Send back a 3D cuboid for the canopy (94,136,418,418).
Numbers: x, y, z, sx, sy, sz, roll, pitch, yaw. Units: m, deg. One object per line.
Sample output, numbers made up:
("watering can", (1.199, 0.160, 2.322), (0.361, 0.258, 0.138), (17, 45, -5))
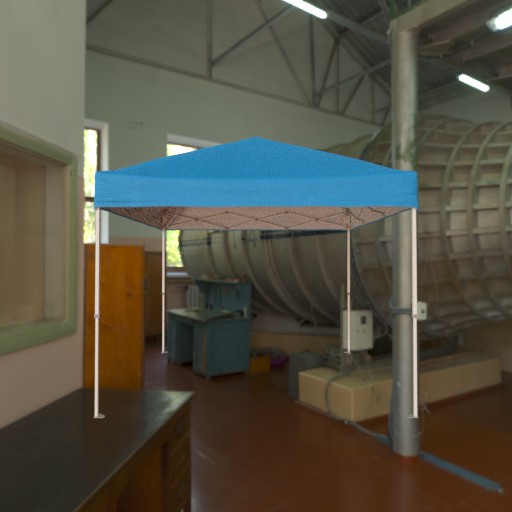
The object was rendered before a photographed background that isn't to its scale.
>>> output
("canopy", (0.000, 0.000, 5.545), (2.998, 2.997, 2.996), (0, -1, 0))
